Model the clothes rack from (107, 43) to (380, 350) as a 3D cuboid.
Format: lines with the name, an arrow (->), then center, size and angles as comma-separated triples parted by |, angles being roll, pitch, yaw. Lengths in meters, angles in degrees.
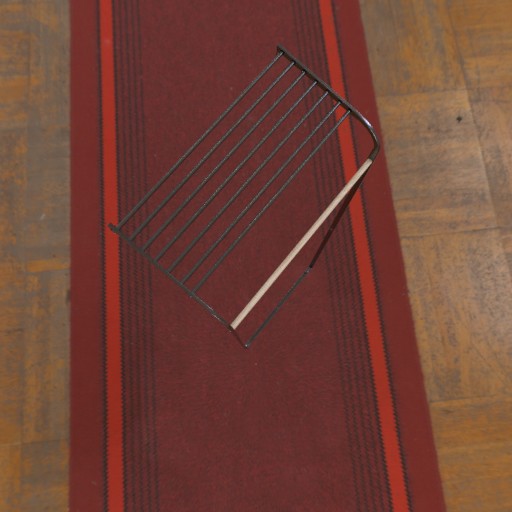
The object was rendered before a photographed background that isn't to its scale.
clothes rack -> 0.000, 0.000, 1.765 | 0.349, 1.574, 0.609 | 39, 79, 9
